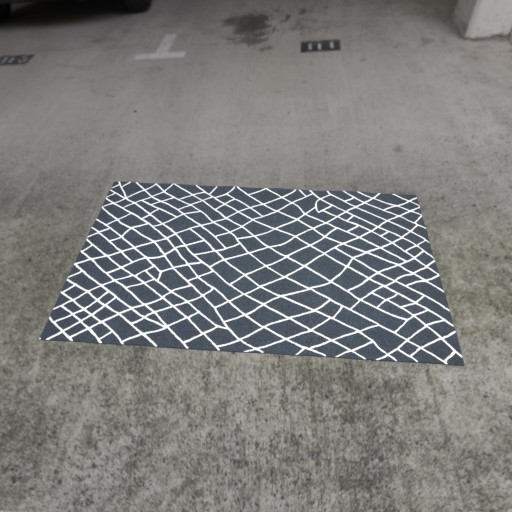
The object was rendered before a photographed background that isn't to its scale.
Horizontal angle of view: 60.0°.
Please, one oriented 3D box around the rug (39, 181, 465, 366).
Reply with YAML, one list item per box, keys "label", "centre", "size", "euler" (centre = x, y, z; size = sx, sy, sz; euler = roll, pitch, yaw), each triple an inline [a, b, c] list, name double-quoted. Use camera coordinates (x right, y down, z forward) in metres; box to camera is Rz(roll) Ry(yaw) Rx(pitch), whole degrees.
- label: "rug"
  centre: [0.000, 0.000, 3.057]
  size: [2.448, 0.017, 1.529]
  euler: [3, 46, 3]
